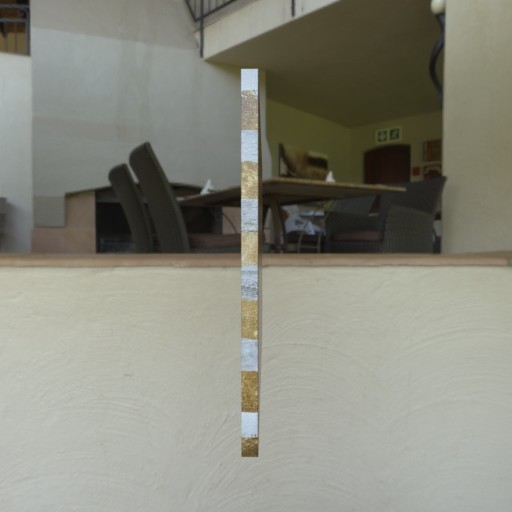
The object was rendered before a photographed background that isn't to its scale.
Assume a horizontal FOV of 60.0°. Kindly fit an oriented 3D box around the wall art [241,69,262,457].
[{"bbox_3d":[0.000,0.000,1.161,0.027,0.610,0.932,0,2,1],"label":"wall art"}]
